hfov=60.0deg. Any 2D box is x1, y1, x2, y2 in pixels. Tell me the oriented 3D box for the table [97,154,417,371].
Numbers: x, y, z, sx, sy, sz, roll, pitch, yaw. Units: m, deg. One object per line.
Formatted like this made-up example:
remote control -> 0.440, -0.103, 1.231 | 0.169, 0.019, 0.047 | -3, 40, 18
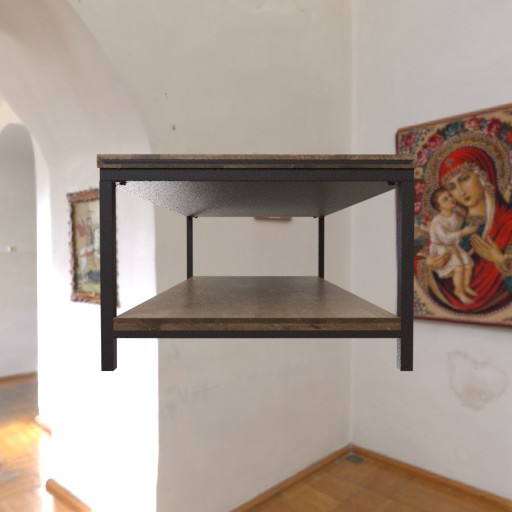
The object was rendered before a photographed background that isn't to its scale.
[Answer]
table -> 0.000, 0.000, 1.329 | 0.574, 0.393, 1.062 | 0, 2, 0
